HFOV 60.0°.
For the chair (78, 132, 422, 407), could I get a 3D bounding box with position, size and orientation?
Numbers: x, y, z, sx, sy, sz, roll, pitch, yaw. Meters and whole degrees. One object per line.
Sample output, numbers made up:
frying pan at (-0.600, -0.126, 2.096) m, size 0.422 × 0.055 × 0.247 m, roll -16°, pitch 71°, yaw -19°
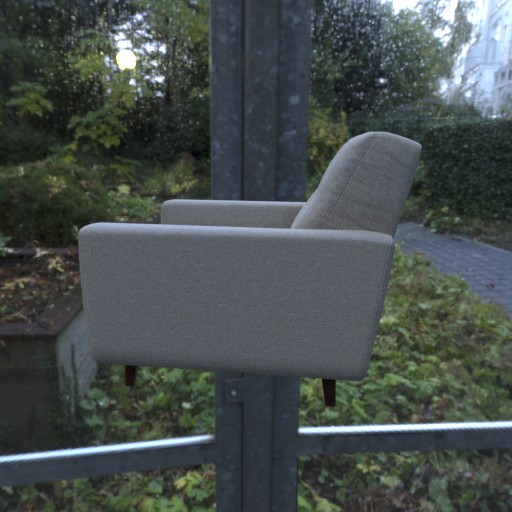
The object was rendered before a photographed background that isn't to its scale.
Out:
chair at (0.000, 0.000, 1.836) m, size 1.128 × 0.965 × 0.897 m, roll 2°, pitch 13°, yaw 9°
